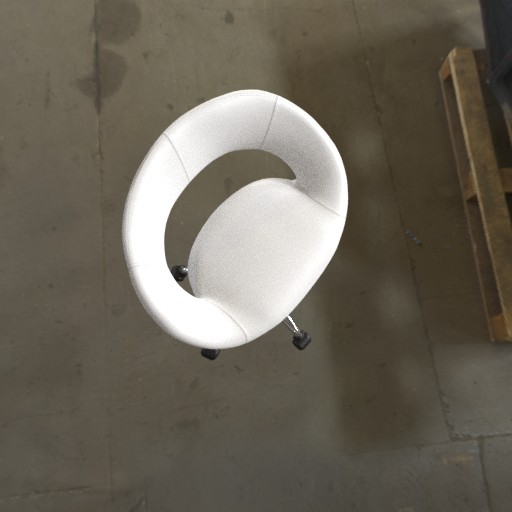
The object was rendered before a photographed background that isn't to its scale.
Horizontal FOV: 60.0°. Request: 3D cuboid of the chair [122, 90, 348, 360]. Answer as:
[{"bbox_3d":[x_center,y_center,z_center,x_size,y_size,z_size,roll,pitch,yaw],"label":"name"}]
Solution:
[{"bbox_3d":[0.000,0.000,1.195,0.538,0.791,0.612,37,78,9],"label":"chair"}]
